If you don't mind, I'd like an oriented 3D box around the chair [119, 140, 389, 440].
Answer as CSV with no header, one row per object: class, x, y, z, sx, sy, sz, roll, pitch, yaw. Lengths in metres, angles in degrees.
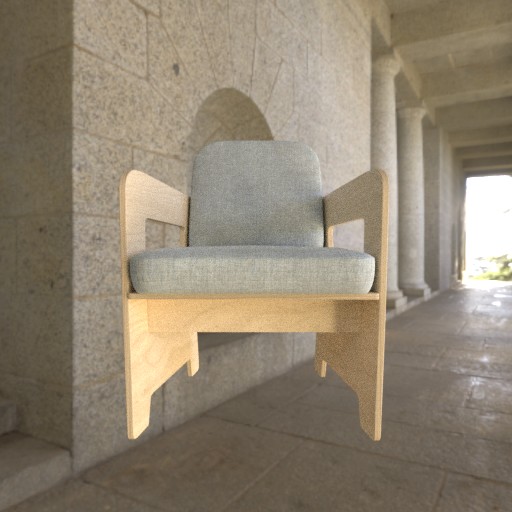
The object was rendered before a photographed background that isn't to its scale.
chair,0.000,0.000,1.247,0.590,0.800,0.710,0,0,1
